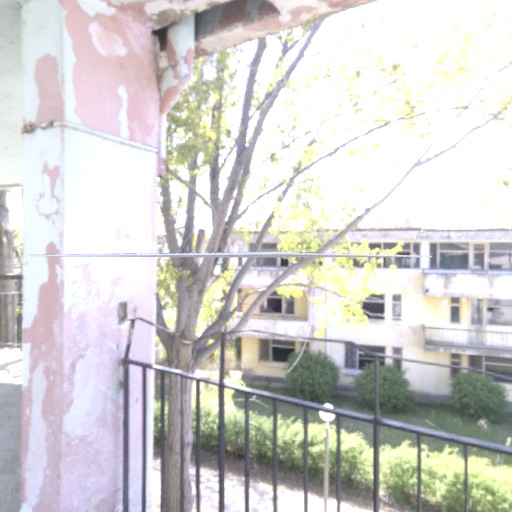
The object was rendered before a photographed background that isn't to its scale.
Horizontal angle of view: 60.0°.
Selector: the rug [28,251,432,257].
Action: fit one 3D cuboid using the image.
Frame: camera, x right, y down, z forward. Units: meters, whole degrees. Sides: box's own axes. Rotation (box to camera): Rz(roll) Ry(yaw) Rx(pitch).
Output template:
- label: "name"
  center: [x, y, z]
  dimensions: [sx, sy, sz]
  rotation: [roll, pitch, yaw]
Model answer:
- label: "rug"
  center: [0.000, 0.000, 4.131]
  dimensions: [2.423, 0.014, 3.040]
  rotation: [0, -1, 35]
